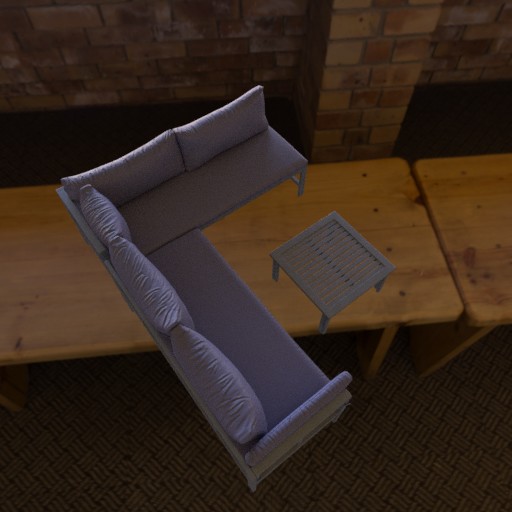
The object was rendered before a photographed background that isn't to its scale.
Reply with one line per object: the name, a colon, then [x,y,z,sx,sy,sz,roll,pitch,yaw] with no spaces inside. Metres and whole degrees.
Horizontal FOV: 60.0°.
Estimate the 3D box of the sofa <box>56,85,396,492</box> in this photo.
sofa: [0.000,0.000,2.916,1.658,0.762,2.149,-33,63,-19]
